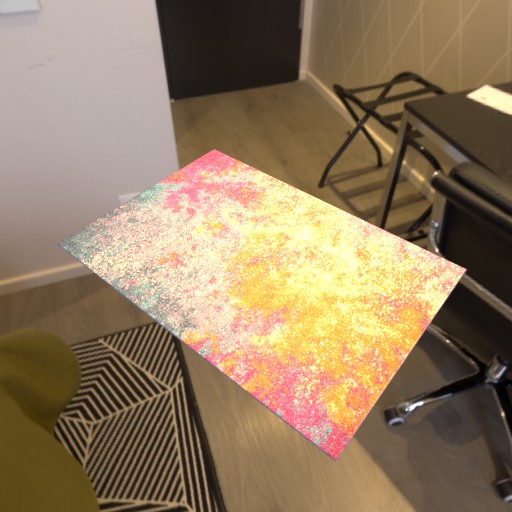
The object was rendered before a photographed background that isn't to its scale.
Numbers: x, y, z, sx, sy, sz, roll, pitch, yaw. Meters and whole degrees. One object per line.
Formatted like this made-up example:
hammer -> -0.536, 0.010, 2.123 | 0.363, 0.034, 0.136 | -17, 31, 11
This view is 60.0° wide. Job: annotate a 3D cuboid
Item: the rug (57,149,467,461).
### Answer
rug -> 0.000, 0.000, 3.787 | 2.896, 0.013, 2.007 | 31, 53, 27
